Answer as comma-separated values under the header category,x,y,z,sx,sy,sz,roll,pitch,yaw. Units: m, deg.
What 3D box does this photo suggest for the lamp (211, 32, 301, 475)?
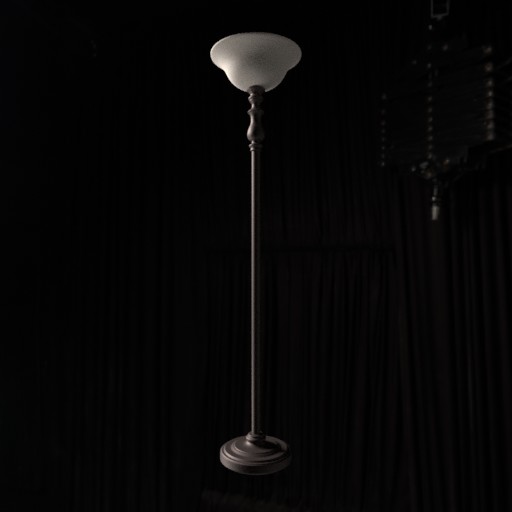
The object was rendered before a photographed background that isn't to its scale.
category,x,y,z,sx,sy,sz,roll,pitch,yaw
lamp,0.000,0.000,1.969,0.405,1.797,0.405,0,-1,19
